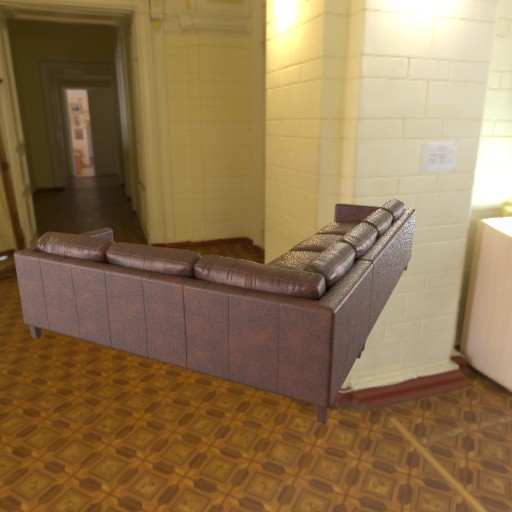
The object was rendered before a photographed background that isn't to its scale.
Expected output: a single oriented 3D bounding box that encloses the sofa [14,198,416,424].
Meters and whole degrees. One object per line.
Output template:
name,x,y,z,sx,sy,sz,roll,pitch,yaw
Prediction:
sofa,0.000,0.000,4.160,2.438,0.836,3.152,8,18,25
